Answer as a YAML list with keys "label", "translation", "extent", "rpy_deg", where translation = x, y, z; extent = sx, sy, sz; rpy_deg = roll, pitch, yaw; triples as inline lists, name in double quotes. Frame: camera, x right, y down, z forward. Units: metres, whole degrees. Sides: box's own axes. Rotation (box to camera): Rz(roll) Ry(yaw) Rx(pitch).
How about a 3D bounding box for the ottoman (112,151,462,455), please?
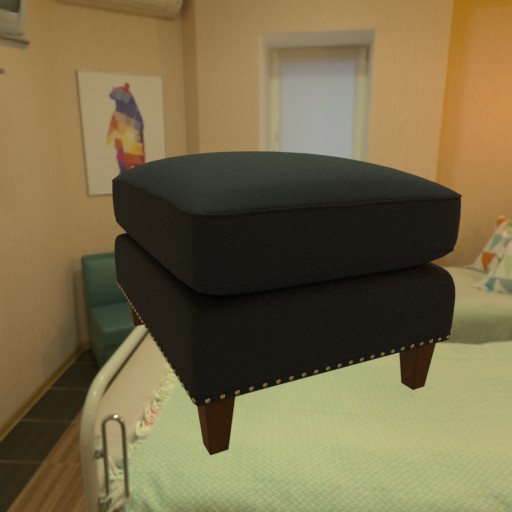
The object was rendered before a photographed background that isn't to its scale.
- label: "ottoman"
  translation: [0.000, 0.000, 1.114]
  extent: [0.584, 0.513, 0.741]
  rpy_deg: [-7, 16, -26]
